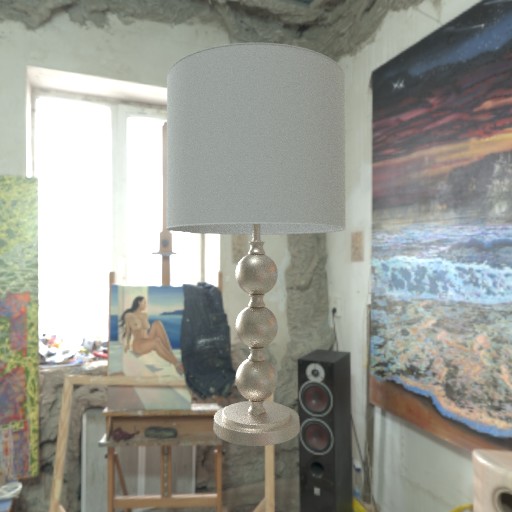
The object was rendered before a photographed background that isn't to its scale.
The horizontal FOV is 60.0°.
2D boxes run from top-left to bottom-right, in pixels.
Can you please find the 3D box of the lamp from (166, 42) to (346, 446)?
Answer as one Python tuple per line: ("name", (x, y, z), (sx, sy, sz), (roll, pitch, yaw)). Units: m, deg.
("lamp", (0.000, 0.000, 0.695), (0.277, 0.538, 0.277), (0, 0, 36))
